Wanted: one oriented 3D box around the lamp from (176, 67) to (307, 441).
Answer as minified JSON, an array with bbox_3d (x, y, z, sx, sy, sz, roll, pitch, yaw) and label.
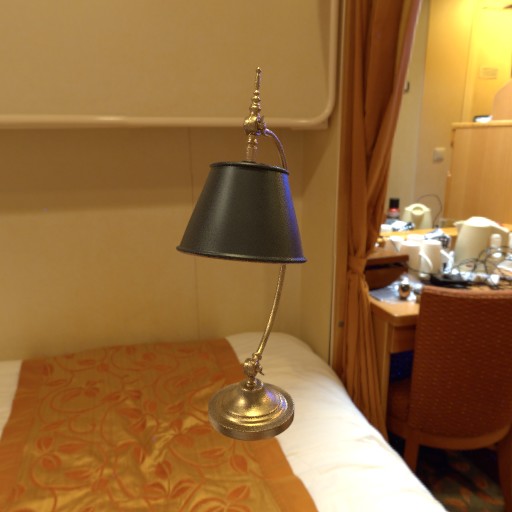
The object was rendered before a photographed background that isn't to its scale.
[{"bbox_3d":[0.000,0.000,0.851,0.235,0.675,0.344,7,17,25],"label":"lamp"}]
